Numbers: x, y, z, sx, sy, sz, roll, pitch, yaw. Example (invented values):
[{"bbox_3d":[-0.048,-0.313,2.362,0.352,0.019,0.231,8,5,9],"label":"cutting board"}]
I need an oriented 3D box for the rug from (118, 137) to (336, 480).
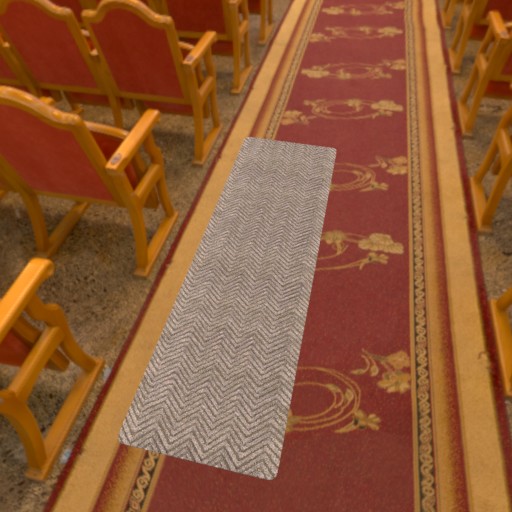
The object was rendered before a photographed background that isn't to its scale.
[{"bbox_3d":[0.000,0.000,2.543,0.686,0.008,2.286,10,49,8],"label":"rug"}]
